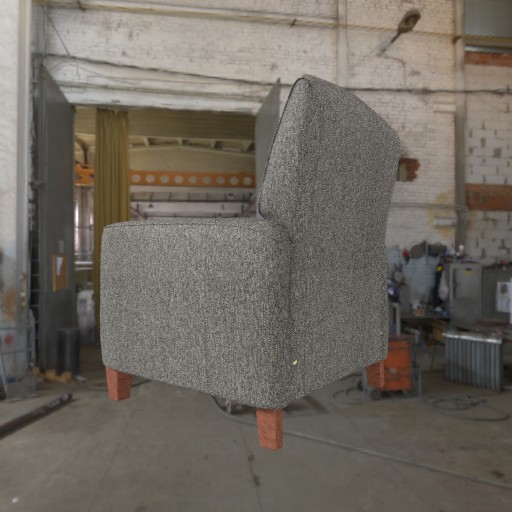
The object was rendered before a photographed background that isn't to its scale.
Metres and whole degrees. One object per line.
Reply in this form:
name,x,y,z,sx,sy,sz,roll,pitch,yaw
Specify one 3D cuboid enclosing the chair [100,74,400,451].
chair,0.000,0.000,1.647,0.864,1.014,0.848,0,-1,37
